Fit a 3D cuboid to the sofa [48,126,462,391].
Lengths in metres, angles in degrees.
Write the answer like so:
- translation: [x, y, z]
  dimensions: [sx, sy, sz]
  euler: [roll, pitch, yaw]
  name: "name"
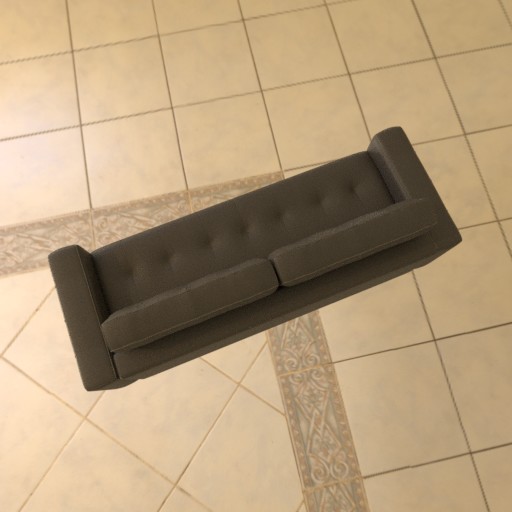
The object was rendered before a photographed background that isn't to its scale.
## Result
- translation: [0.000, 0.000, 2.701]
  dimensions: [2.275, 0.893, 0.833]
  euler: [-21, 76, -6]
  name: "sofa"
